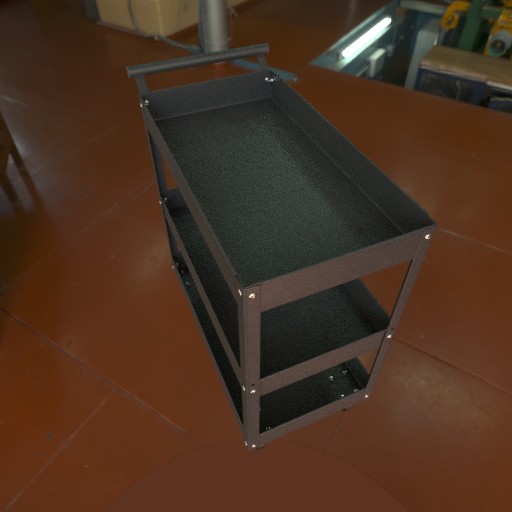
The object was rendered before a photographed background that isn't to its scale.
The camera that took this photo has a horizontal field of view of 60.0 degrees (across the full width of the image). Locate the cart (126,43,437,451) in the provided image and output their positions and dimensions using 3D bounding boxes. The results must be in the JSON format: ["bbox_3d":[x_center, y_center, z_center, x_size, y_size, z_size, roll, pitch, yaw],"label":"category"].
[{"bbox_3d":[0.000,0.000,1.157,0.366,0.780,0.719,-17,48,-16],"label":"cart"}]
